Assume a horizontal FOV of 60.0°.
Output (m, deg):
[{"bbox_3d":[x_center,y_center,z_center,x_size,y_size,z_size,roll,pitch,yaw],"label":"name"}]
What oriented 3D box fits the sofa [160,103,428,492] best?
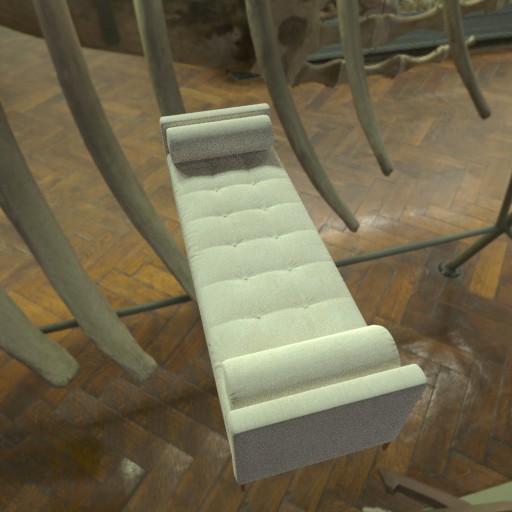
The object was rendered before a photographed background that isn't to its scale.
[{"bbox_3d":[0.000,0.000,2.297,0.686,0.635,1.981,-11,48,-10],"label":"sofa"}]
